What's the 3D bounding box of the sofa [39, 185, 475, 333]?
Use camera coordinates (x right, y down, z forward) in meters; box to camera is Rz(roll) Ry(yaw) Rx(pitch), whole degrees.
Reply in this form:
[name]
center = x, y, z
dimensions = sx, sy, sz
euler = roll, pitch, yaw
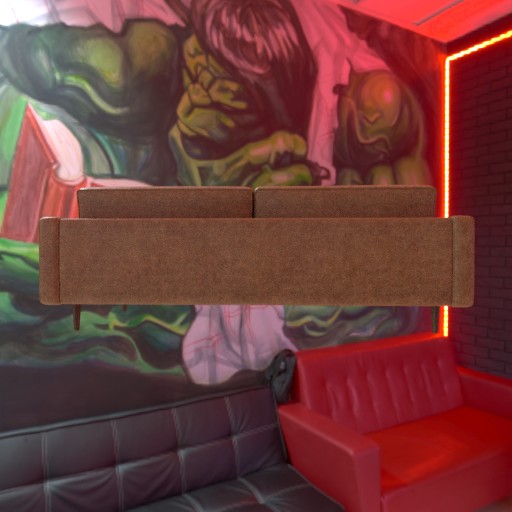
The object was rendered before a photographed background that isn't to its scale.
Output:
[sofa]
center = 0.000, 0.000, 2.657
dimensions = 2.200, 0.770, 0.919
euler = 0, 1, 2
